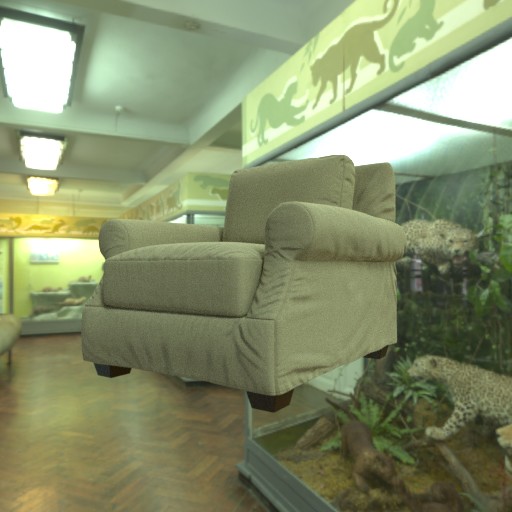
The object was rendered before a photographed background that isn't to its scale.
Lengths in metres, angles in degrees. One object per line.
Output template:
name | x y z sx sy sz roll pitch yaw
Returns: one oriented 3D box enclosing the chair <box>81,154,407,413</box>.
chair | 0.000 0.000 1.771 0.940 0.866 1.066 -1 -2 34
